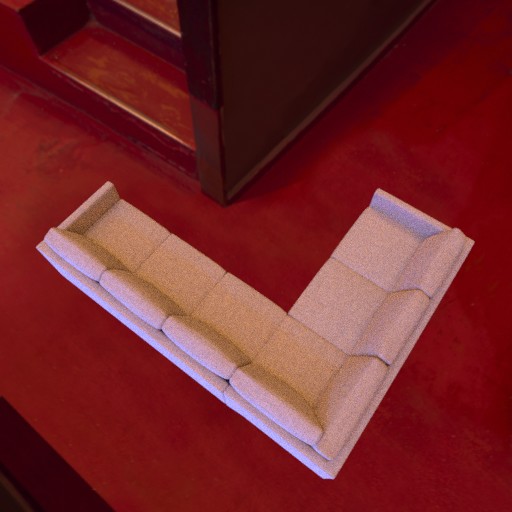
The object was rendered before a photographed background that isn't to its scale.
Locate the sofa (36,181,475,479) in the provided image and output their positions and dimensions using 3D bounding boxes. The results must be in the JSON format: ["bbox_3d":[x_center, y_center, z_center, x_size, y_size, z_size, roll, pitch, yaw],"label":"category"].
[{"bbox_3d":[0.000,0.000,4.230,3.182,0.863,2.432,33,68,16],"label":"sofa"}]
